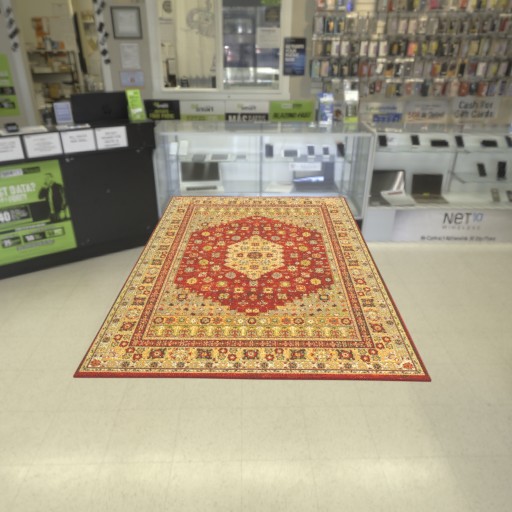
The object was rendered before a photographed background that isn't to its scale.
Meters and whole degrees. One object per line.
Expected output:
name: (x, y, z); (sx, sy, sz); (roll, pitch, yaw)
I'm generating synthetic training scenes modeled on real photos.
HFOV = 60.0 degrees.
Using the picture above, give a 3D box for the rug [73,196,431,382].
rug: (0.000, 0.000, 2.276); (1.194, 0.013, 1.802); (0, 27, 1)
